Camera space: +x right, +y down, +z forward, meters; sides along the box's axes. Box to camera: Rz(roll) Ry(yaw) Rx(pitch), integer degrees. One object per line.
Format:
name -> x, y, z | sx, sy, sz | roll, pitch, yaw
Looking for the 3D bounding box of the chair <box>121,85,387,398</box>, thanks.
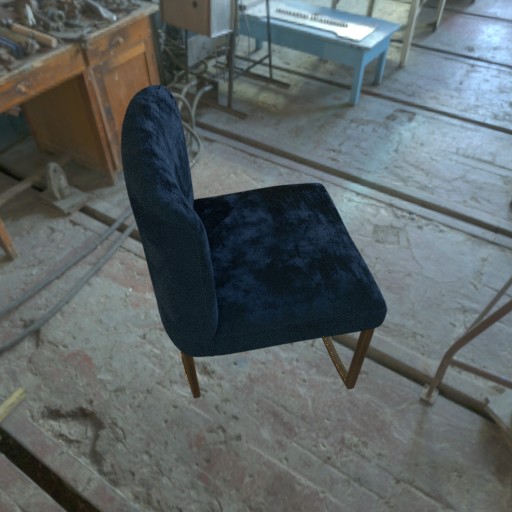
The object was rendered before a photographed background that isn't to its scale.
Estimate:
chair -> 0.000, 0.000, 1.208 | 0.560, 0.824, 0.530 | -10, 48, -9
